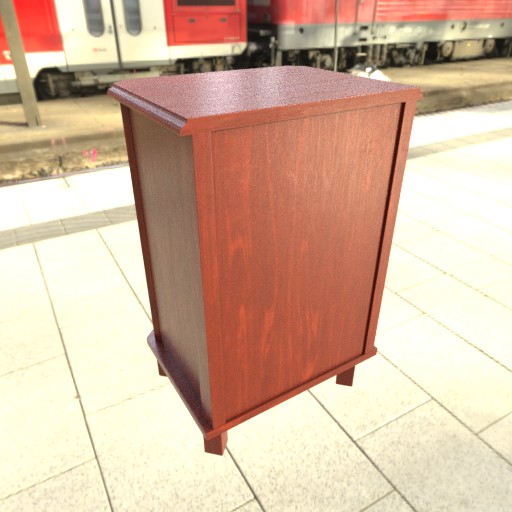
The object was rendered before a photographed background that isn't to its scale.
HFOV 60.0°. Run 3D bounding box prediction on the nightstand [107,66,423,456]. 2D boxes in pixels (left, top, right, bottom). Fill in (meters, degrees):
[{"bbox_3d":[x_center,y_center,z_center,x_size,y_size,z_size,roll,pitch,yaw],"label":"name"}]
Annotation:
[{"bbox_3d":[0.000,0.000,0.926,0.435,0.681,0.351,-17,34,-27],"label":"nightstand"}]
